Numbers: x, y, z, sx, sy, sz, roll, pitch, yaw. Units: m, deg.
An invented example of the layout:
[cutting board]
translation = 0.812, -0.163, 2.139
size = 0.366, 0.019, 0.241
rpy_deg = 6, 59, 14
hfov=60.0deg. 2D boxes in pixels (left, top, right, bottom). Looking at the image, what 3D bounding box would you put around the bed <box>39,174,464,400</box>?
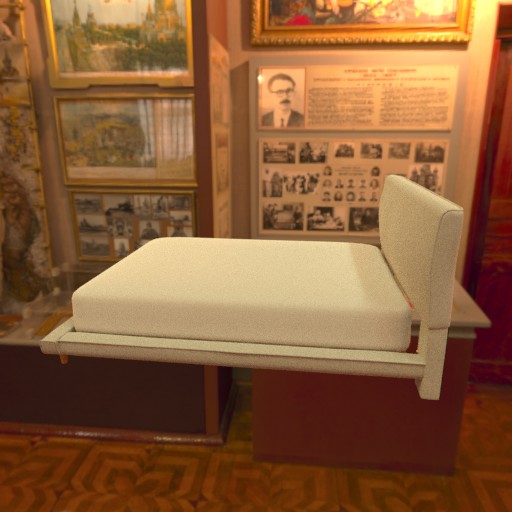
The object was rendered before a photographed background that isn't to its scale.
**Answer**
[bed]
translation = 0.000, 0.000, 3.278
size = 2.368, 1.067, 1.840
rpy_deg = 2, 16, 7
